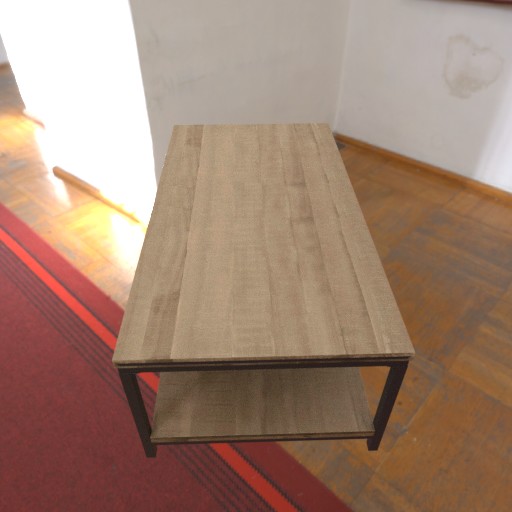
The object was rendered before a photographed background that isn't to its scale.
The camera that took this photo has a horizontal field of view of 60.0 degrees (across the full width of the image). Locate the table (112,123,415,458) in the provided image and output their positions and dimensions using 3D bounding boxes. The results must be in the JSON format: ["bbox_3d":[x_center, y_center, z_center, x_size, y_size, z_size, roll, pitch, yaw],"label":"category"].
[{"bbox_3d":[0.000,0.000,1.370,0.574,0.393,1.062,-1,40,-1],"label":"table"}]
